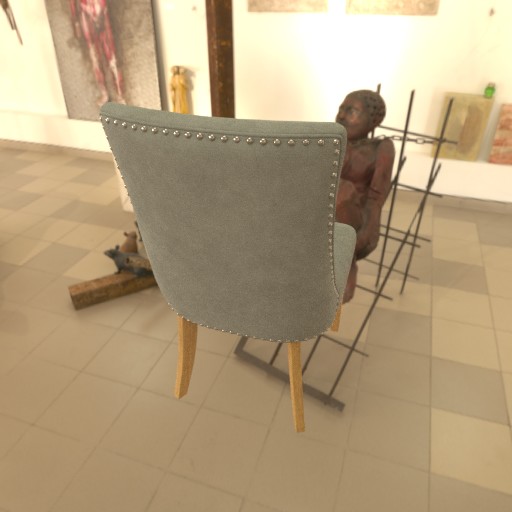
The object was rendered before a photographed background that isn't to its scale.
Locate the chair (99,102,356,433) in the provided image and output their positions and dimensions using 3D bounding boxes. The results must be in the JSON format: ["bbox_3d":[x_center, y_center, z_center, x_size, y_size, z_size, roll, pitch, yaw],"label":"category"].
[{"bbox_3d":[0.000,0.000,1.221,0.495,0.902,0.610,10,34,15],"label":"chair"}]
